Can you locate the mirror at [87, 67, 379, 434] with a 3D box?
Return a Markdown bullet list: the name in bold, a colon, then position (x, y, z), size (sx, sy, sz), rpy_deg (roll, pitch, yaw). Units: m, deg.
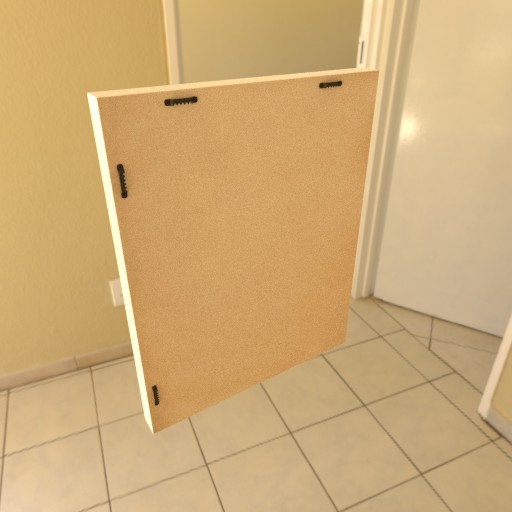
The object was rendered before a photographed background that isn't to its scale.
- **mirror**: position (0.000, 0.000, 0.681), size (0.405, 0.508, 0.041), rpy_deg (-18, 34, -28)
